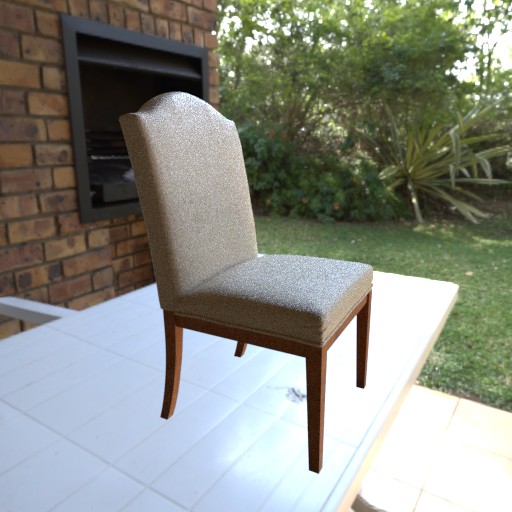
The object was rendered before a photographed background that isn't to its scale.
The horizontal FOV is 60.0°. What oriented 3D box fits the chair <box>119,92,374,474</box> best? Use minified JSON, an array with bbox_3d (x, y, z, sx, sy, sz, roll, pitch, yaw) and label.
[{"bbox_3d":[0.000,0.000,1.417,0.648,1.012,0.534,8,17,27],"label":"chair"}]
